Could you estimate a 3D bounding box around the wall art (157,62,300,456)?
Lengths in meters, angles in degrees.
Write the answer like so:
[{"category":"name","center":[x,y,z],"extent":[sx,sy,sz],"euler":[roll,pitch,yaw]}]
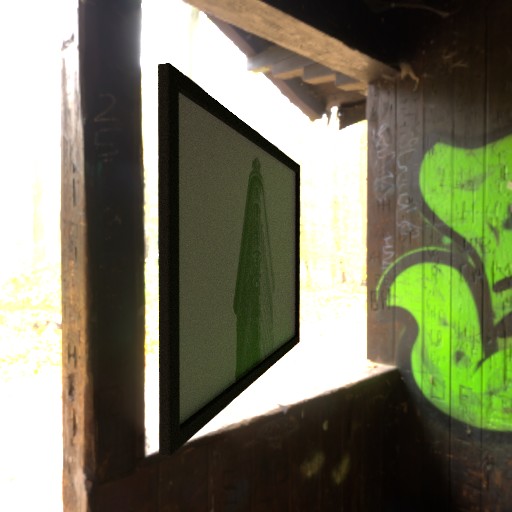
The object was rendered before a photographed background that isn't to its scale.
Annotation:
[{"category":"wall art","center":[0.000,0.000,1.195],"extent":[0.026,0.656,0.958],"euler":[0,1,19]}]
